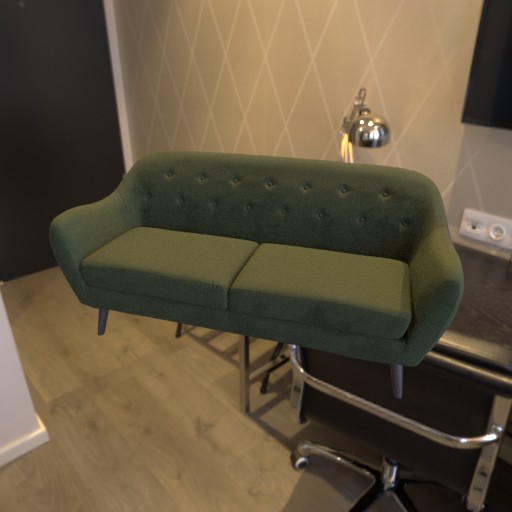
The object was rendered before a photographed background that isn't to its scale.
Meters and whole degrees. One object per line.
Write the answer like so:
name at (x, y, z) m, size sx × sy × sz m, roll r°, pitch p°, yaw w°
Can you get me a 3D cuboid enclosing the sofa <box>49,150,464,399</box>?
sofa at (0.000, 0.000, 2.244) m, size 1.840 × 0.836 × 0.820 m, roll 8°, pitch 27°, yaw 16°
